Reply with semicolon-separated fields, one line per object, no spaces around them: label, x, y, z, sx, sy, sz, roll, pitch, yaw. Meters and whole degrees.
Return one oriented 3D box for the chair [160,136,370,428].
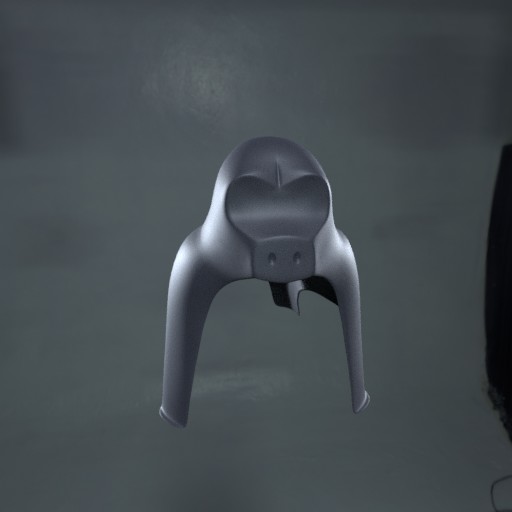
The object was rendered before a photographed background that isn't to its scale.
chair;0.000;0.000;1.136;0.490;0.600;0.758;-2;16;-7
